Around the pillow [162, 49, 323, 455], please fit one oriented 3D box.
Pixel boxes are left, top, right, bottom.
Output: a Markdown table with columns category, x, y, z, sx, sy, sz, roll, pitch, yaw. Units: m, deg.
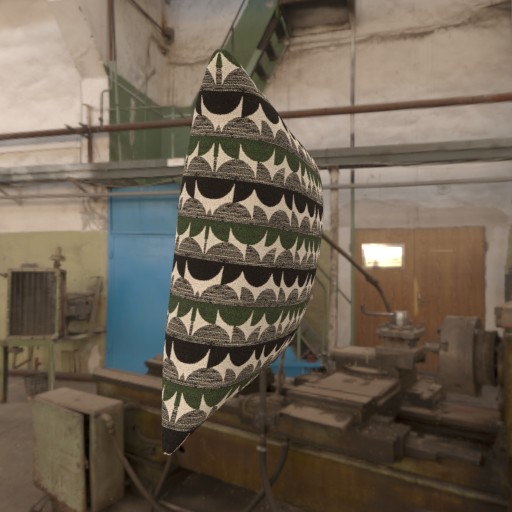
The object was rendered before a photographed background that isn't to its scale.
| category | x | y | z | sx | sy | sz | roll | pitch | yaw |
| --- | --- | --- | --- | --- | --- | --- | --- | --- | --- |
| pillow | 0.000 | 0.000 | 0.636 | 0.180 | 0.404 | 0.419 | 0 | -1 | 17 |
